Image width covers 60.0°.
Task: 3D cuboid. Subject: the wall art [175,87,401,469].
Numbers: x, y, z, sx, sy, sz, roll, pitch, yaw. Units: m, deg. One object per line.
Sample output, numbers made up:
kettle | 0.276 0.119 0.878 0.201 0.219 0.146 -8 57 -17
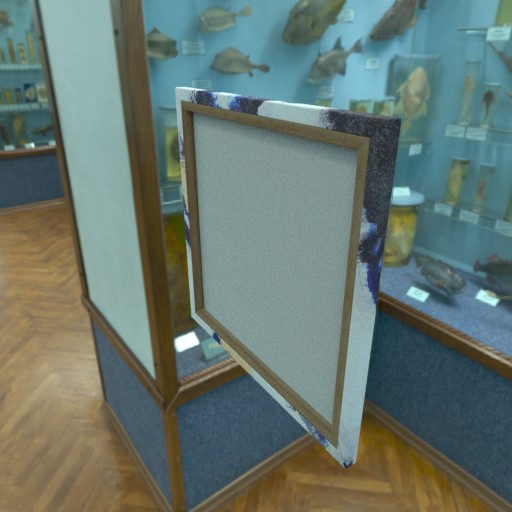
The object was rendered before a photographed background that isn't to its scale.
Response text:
wall art | 0.000 0.000 1.313 0.038 0.885 0.887 -16 29 -31
